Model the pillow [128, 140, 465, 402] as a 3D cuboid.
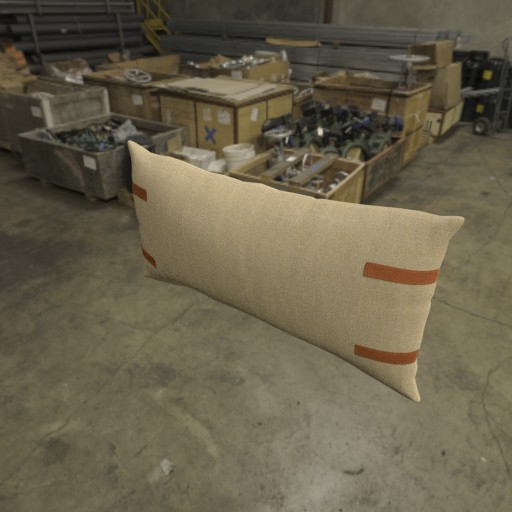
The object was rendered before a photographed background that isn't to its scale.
[{"bbox_3d":[0.000,0.000,0.751,0.612,0.308,0.148,20,36,31],"label":"pillow"}]
